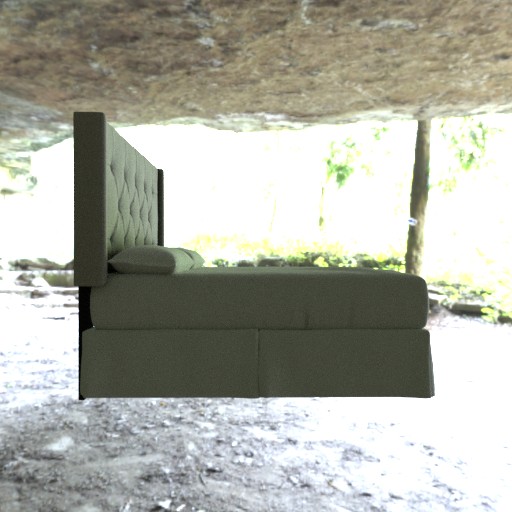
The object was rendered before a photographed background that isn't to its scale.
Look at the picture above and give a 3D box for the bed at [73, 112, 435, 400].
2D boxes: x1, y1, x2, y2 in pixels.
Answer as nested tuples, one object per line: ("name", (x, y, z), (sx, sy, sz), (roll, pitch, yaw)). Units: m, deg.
("bed", (0.000, 0.000, 3.320), (2.066, 1.665, 1.719), (0, 0, 0))
